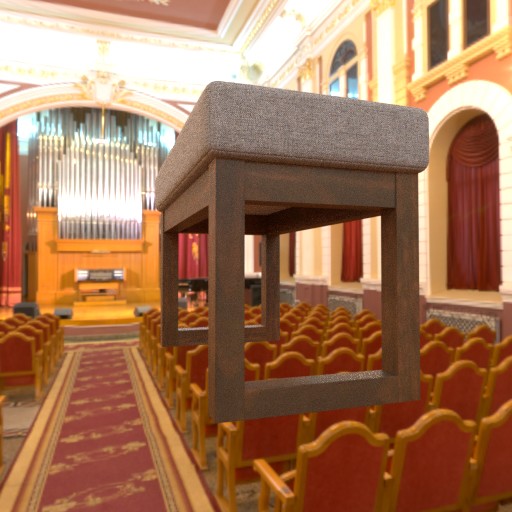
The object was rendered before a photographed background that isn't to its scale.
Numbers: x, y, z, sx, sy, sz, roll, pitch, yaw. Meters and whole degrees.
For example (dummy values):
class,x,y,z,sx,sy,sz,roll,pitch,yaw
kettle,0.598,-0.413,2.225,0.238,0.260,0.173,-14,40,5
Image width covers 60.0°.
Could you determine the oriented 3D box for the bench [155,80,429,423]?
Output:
class,x,y,z,sx,sy,sz,roll,pitch,yaw
bench,0.000,0.000,0.956,0.366,0.467,0.681,0,-2,-19
